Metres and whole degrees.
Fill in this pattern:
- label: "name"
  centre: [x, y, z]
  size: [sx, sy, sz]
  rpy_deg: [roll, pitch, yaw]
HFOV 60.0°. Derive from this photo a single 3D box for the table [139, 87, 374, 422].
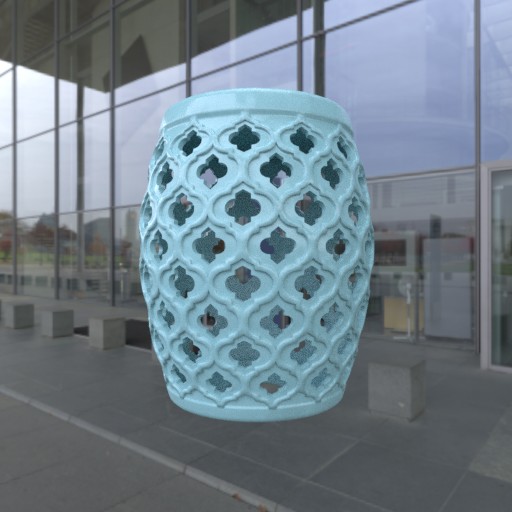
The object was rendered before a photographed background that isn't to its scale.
- label: "table"
  centre: [0.000, 0.000, 0.633]
  size: [0.325, 0.388, 0.325]
  rpy_deg: [0, 0, 0]
